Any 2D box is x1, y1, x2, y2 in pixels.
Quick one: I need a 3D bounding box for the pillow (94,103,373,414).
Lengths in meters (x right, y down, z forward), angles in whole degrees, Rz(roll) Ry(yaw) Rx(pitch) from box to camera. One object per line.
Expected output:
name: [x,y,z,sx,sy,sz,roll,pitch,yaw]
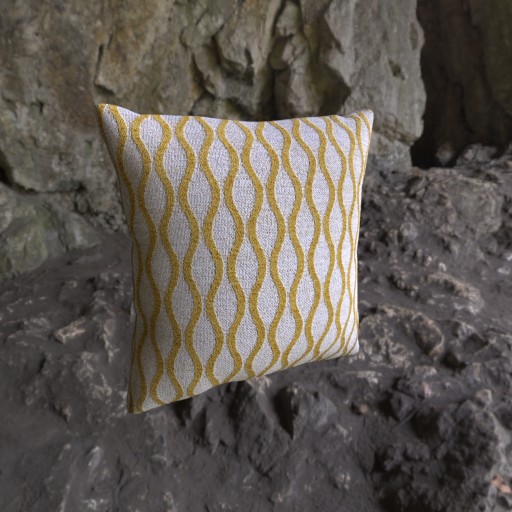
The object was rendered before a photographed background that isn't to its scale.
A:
pillow: [0.000,0.000,0.676,0.429,0.436,0.159,-8,17,-26]
